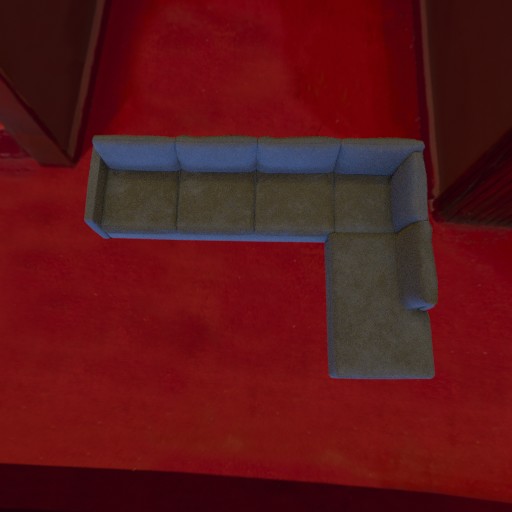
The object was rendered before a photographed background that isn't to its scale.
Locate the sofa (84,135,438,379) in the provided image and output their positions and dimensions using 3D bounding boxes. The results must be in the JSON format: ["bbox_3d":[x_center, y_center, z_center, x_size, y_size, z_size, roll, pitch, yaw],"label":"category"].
[{"bbox_3d":[0.000,0.000,3.234,2.486,0.687,1.707,1,76,0],"label":"sofa"}]
